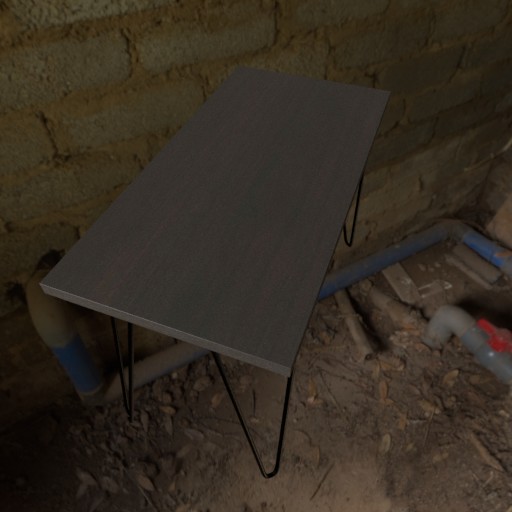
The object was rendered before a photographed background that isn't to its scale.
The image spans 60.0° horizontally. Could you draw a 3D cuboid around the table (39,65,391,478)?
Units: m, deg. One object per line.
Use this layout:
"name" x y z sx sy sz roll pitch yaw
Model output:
"table" 0.000 0.000 1.333 0.499 0.660 0.991 16 49 14
